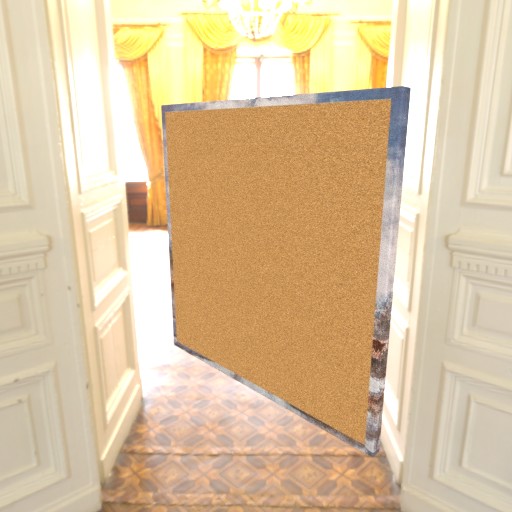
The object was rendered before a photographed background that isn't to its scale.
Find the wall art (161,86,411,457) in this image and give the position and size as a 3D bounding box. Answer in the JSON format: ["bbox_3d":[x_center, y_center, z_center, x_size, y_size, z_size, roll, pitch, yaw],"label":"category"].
[{"bbox_3d":[0.000,0.000,1.517,0.040,1.020,1.010,-15,21,-43],"label":"wall art"}]
